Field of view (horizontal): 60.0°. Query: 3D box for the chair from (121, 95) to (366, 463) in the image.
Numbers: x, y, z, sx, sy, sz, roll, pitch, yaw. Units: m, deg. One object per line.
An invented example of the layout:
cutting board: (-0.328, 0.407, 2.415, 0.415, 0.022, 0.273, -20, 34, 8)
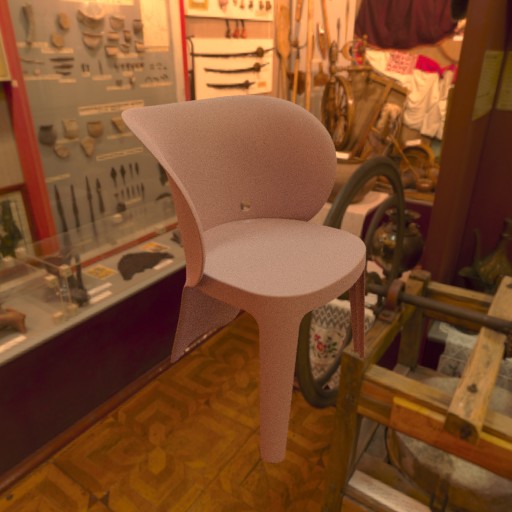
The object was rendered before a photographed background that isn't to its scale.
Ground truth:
chair: (0.000, 0.000, 0.866, 0.402, 0.554, 0.451, 17, 30, 32)
